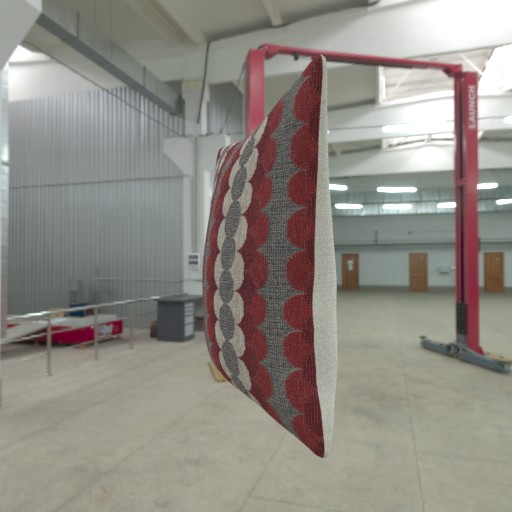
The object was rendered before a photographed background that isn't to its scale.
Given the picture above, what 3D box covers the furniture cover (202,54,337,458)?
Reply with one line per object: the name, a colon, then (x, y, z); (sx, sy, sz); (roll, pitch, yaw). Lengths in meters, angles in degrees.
furniture cover: (0.000, 0.000, 0.655); (0.145, 0.420, 0.435); (0, -1, -19)
